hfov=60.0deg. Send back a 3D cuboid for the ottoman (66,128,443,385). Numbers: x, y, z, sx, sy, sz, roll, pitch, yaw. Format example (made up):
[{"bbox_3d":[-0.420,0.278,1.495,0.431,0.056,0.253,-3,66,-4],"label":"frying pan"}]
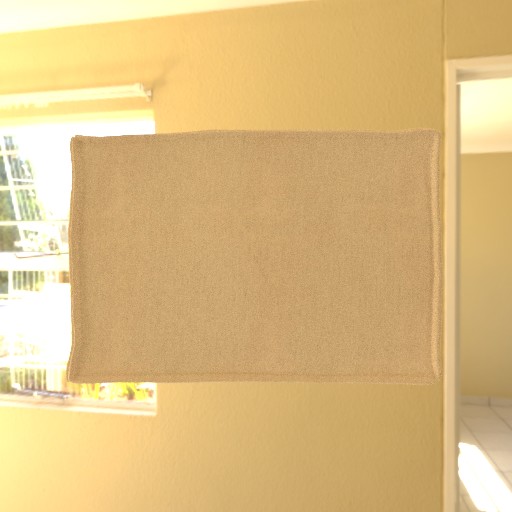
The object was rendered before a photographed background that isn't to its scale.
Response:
[{"bbox_3d":[0.000,0.000,1.116,0.707,0.470,0.696,0,0,1],"label":"ottoman"}]
